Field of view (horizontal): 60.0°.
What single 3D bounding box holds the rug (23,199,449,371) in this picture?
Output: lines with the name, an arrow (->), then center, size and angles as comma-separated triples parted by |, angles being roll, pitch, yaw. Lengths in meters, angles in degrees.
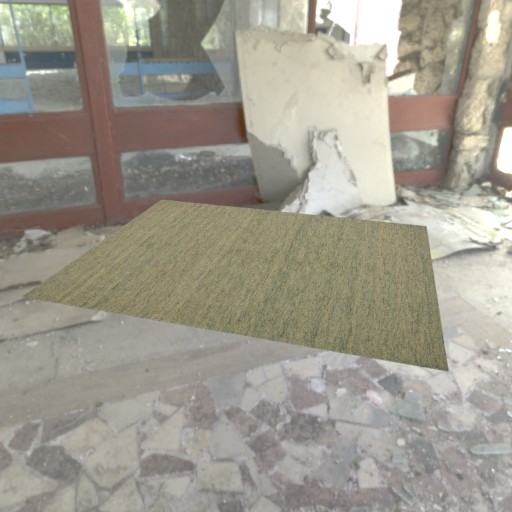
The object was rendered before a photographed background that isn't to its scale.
rug -> 0.000, 0.000, 4.210 | 3.201, 0.014, 2.437 | 7, 27, 14
